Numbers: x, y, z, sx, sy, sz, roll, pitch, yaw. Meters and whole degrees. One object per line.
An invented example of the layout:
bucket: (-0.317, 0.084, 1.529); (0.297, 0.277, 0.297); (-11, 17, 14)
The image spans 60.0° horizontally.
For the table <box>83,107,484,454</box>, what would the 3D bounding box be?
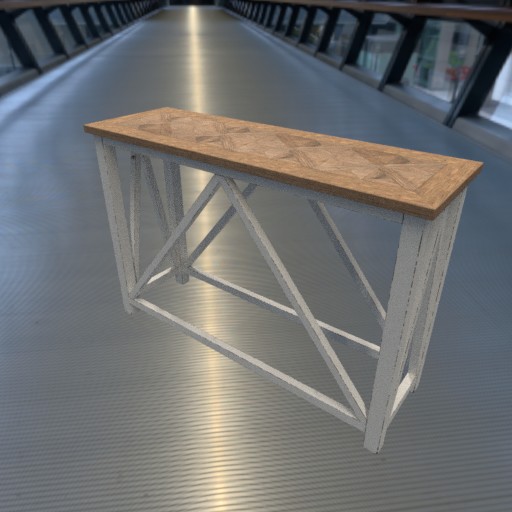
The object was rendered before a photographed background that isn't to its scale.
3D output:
table: (0.000, 0.000, 1.791); (1.400, 0.930, 0.450); (21, 35, 32)
